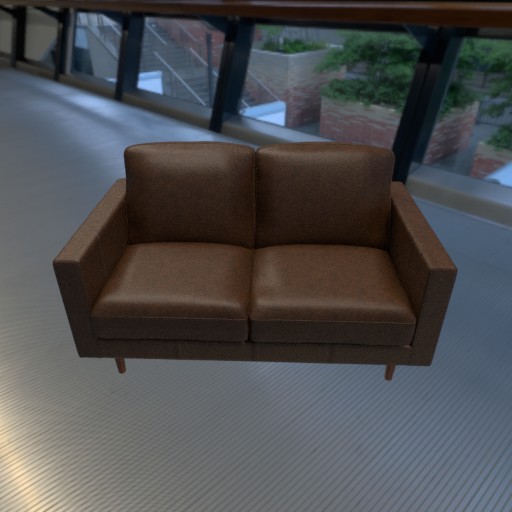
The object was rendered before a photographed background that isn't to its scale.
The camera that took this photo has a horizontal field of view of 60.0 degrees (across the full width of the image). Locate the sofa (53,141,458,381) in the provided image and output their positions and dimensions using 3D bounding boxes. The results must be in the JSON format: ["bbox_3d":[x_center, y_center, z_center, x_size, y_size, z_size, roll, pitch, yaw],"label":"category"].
[{"bbox_3d":[0.000,0.000,2.170,1.578,0.951,0.909,1,32,2],"label":"sofa"}]
